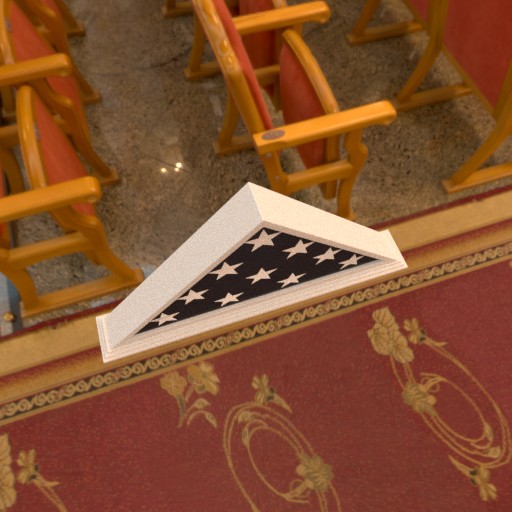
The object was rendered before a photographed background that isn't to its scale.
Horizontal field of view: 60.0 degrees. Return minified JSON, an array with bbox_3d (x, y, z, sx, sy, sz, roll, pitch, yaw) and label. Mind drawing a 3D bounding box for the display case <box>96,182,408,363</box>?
[{"bbox_3d":[0.000,0.000,0.757,0.640,0.340,0.095,-16,65,-8],"label":"display case"}]
